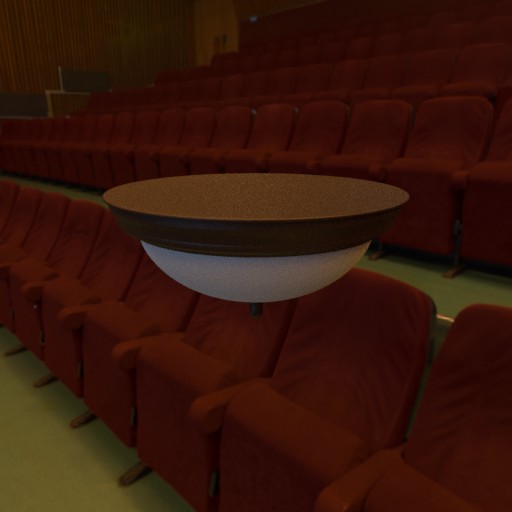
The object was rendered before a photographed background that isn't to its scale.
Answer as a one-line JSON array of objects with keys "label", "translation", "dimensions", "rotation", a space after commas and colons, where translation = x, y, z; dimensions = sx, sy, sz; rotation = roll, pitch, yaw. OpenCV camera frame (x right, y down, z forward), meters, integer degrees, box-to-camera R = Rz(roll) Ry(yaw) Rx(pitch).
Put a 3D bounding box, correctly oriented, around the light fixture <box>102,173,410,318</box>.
[{"label": "light fixture", "translation": [0.000, 0.000, 0.444], "dimensions": [0.280, 0.135, 0.280], "rotation": [0, 17, 0]}]
